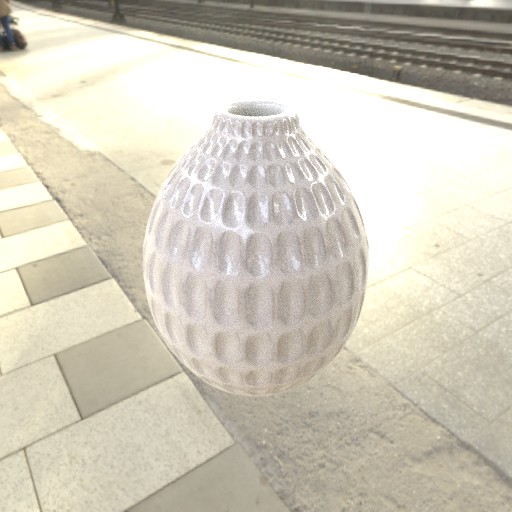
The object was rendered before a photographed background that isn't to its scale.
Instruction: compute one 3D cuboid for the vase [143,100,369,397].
[{"bbox_3d":[0.000,0.000,0.256,0.128,0.167,0.128,0,32,0],"label":"vase"}]
